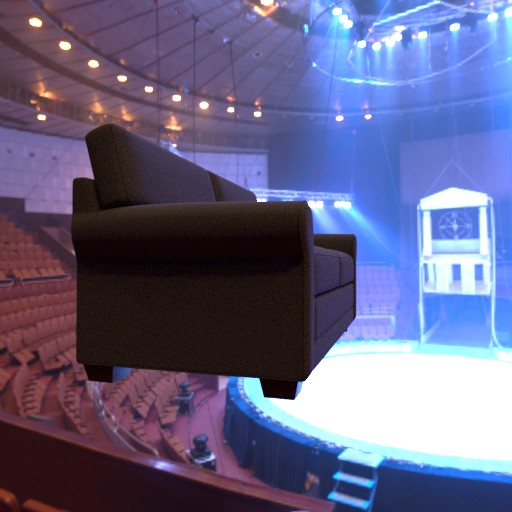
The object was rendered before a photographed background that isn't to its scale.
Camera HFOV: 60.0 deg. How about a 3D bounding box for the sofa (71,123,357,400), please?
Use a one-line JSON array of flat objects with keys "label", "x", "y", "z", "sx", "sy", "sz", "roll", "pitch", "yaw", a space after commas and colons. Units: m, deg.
[{"label": "sofa", "x": 0.000, "y": 0.000, "z": 2.461, "sx": 0.940, "sy": 1.020, "sz": 1.930, "roll": 0, "pitch": -1, "yaw": 18}]
